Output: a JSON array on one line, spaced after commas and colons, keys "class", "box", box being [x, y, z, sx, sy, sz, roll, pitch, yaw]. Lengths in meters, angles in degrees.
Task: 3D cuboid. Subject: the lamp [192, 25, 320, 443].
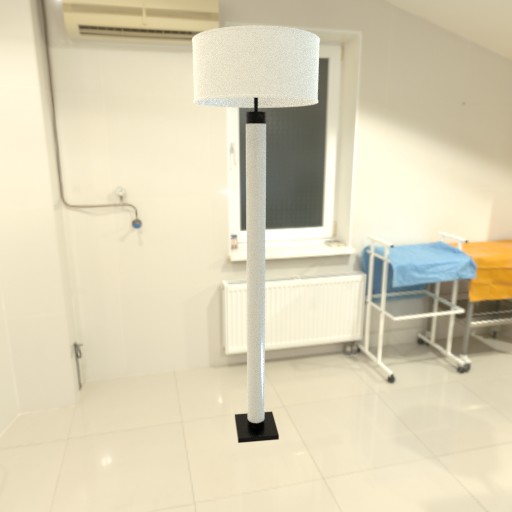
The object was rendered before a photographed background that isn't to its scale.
[{"class": "lamp", "box": [0.000, 0.000, 1.641, 0.420, 1.475, 0.420, -2, 15, -7]}]
